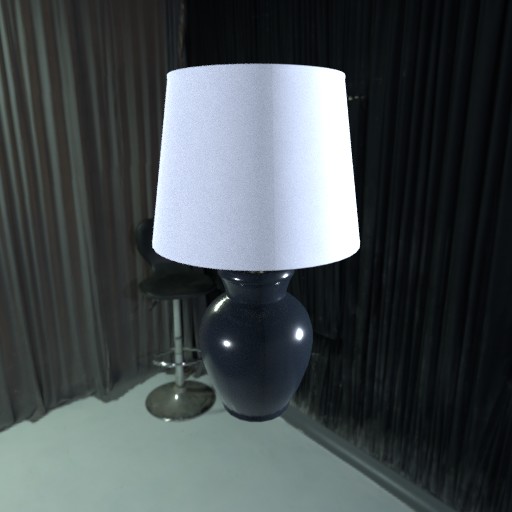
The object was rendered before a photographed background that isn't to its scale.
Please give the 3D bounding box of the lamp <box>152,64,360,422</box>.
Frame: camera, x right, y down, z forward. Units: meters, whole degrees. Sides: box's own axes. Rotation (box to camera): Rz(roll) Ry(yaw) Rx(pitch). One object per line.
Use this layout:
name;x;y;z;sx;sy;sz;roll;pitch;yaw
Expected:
lamp;0.000;0.000;0.529;0.239;0.399;0.239;0;16;0
